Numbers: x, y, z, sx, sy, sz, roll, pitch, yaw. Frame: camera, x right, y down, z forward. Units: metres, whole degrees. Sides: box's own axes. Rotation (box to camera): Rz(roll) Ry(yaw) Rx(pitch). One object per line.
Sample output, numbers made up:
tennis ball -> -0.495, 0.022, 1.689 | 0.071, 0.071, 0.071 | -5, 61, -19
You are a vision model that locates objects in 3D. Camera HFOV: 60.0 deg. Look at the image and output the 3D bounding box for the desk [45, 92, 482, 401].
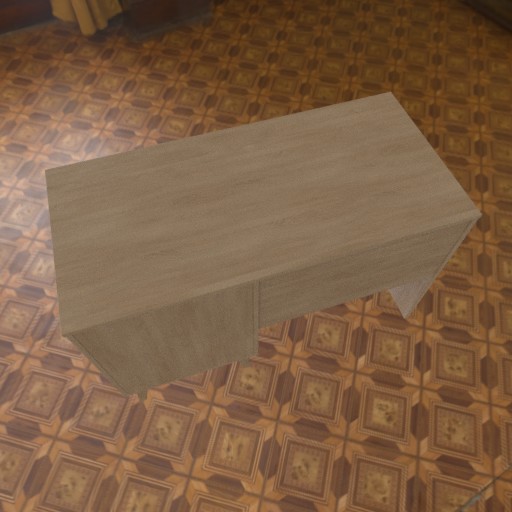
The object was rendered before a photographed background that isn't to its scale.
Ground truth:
desk -> 0.000, 0.000, 1.720 | 1.251, 0.770, 0.600 | -15, 59, -9
